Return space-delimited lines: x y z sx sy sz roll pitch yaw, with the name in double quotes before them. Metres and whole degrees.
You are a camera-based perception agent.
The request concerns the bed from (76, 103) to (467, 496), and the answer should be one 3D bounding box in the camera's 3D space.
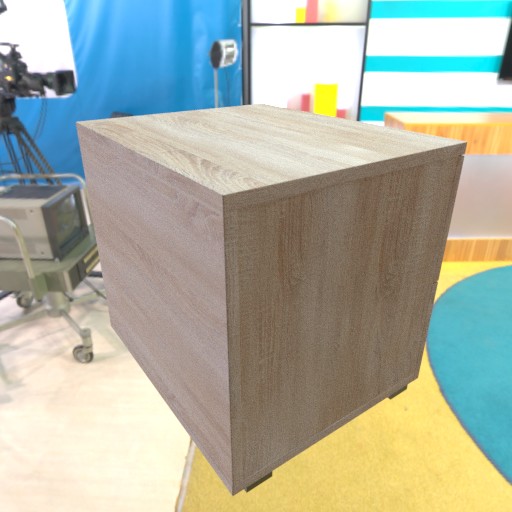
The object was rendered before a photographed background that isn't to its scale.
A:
"bed" 0.000 0.000 0.756 0.401 0.420 0.460 -18 31 -31
